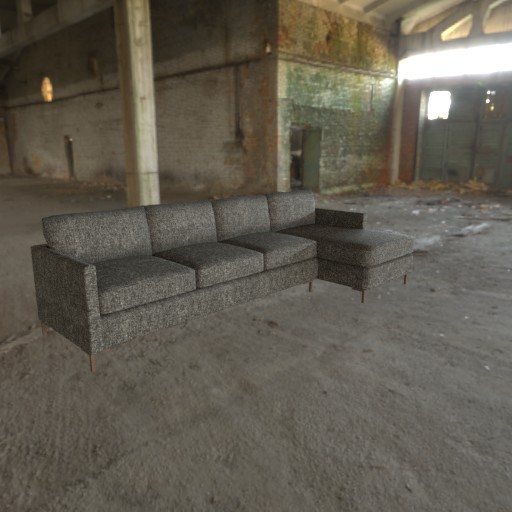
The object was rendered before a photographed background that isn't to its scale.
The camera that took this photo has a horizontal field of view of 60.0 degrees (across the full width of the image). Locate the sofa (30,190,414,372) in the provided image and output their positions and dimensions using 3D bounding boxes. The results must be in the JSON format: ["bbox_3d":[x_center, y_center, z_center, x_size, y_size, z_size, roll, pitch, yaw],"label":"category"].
[{"bbox_3d":[0.000,0.000,4.080,1.488,0.970,3.384,13,19,43],"label":"sofa"}]
